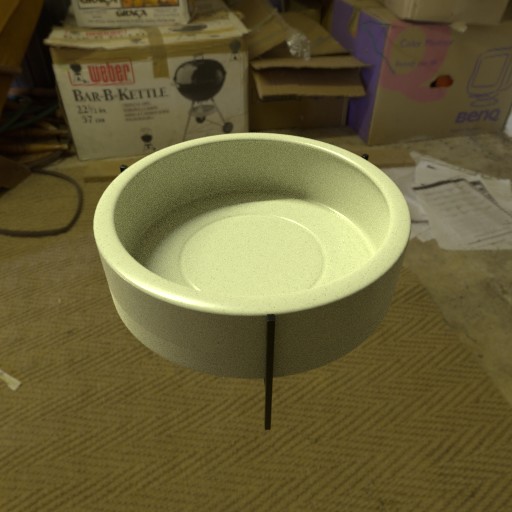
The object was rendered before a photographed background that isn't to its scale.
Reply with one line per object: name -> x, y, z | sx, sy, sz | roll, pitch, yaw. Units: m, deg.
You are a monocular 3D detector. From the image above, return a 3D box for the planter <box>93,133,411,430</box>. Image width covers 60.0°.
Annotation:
planter -> 0.000, 0.000, 0.539 | 0.345, 0.171, 0.336 | -25, 46, -26
